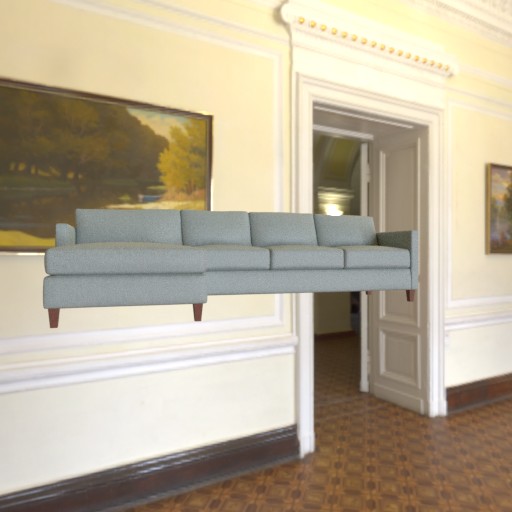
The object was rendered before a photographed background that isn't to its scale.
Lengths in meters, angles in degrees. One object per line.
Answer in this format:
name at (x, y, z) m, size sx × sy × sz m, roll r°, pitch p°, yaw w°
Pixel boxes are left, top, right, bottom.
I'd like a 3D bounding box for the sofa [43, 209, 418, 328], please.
sofa at (0.000, 0.000, 4.188) m, size 3.470 × 0.953 × 1.600 m, roll 0°, pitch 0°, yaw -18°
